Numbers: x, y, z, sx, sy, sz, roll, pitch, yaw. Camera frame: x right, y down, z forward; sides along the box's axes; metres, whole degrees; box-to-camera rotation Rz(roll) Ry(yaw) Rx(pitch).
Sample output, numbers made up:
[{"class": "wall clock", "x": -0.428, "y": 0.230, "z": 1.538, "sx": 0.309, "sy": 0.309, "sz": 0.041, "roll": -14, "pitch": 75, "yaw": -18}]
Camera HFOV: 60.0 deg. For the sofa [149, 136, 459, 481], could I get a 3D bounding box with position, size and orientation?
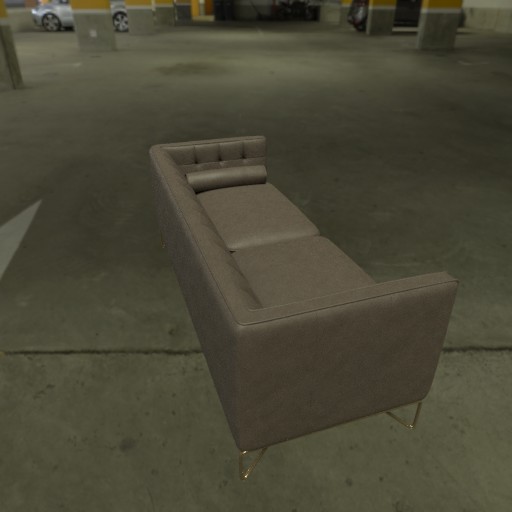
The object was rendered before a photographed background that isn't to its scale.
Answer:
[{"class": "sofa", "x": 0.000, "y": 0.000, "z": 2.491, "sx": 0.867, "sy": 0.789, "sz": 2.087, "roll": -10, "pitch": 31, "yaw": -16}]
